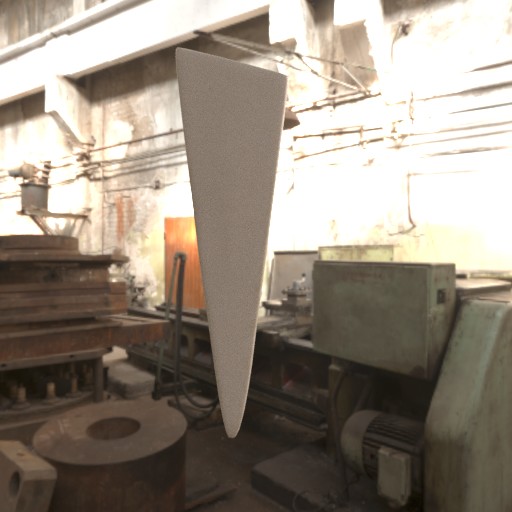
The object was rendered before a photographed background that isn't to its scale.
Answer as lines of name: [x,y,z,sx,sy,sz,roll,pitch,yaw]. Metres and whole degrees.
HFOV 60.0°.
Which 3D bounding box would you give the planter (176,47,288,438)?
planter: [0.000,0.000,0.399,0.065,0.338,0.143,0,-1,35]
